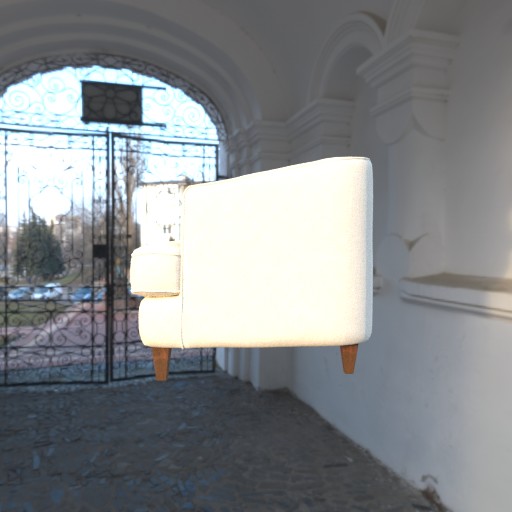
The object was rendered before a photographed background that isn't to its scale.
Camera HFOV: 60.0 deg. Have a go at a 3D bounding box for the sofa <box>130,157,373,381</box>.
[{"bbox_3d":[0.000,0.000,2.676,0.941,0.855,2.278,0,1,0],"label":"sofa"}]
